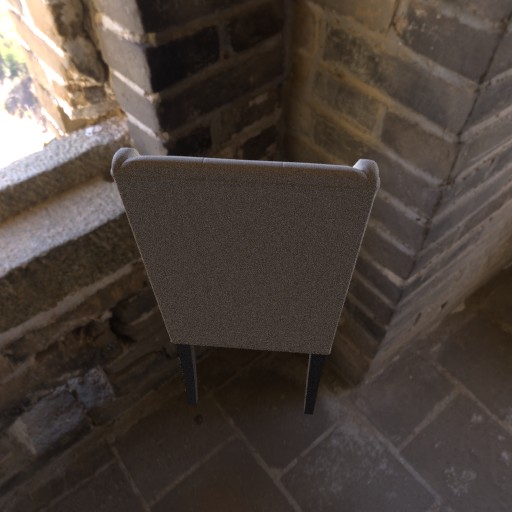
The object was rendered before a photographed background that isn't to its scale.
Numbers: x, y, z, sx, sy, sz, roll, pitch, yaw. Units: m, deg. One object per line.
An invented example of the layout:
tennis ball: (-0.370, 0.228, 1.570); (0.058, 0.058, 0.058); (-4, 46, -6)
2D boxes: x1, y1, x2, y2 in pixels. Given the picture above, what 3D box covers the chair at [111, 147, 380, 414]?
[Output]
chair: (0.000, 0.000, 1.212); (0.474, 0.961, 0.523); (4, 48, 3)
